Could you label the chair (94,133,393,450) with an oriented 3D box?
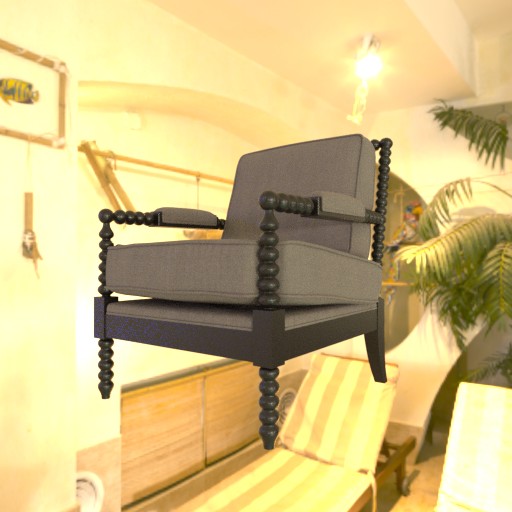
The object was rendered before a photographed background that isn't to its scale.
[{"bbox_3d":[0.000,0.000,1.119,0.540,0.661,0.622,0,-1,36],"label":"chair"}]
